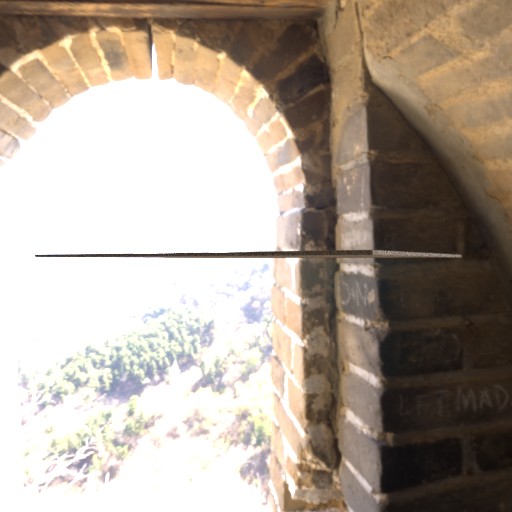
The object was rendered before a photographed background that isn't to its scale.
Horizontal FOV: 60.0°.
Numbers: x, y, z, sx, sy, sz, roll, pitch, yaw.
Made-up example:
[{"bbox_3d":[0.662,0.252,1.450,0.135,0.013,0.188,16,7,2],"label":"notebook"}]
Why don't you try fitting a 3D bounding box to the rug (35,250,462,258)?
[{"bbox_3d":[0.000,0.000,3.979,3.000,0.026,2.400,0,-1,34],"label":"rug"}]
